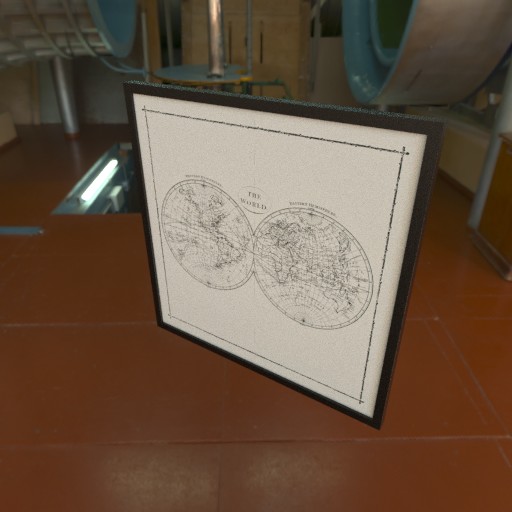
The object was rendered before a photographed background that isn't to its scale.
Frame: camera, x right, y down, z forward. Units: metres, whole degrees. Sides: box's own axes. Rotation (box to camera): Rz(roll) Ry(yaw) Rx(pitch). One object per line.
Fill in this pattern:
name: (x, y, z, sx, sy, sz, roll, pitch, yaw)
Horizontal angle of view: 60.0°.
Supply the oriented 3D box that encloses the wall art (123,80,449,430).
wall art: (0.000, 0.000, 1.131, 0.773, 0.775, 0.031, 18, 35, 28)
